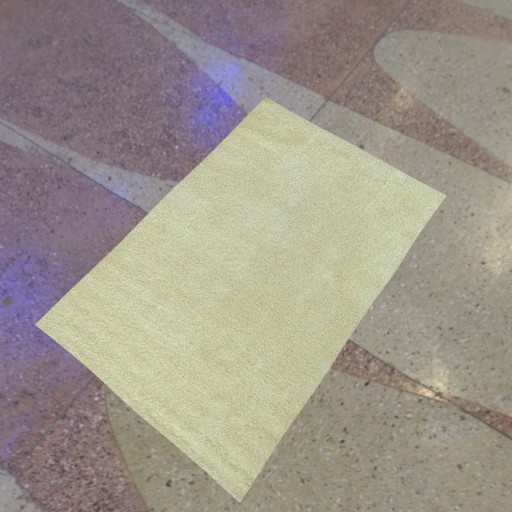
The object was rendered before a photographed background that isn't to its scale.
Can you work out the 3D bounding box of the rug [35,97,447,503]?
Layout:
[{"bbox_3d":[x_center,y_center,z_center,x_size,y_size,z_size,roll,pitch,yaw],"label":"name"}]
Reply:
[{"bbox_3d":[0.000,0.000,3.322,1.800,0.025,2.699,34,68,16],"label":"rug"}]
